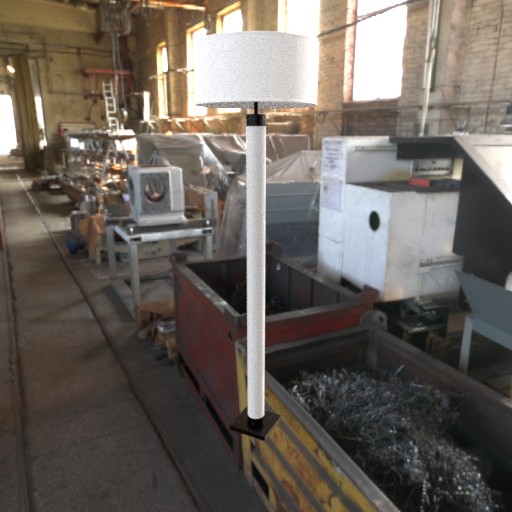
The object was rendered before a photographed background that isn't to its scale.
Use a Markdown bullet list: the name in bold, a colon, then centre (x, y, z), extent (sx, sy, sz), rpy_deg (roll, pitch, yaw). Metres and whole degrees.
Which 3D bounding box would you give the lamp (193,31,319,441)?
- **lamp**: centre (0.000, 0.000, 1.668), extent (0.420, 1.475, 0.420), rpy_deg (8, 17, 26)
